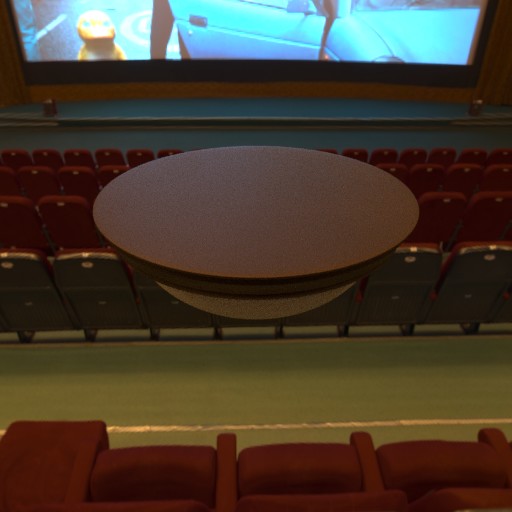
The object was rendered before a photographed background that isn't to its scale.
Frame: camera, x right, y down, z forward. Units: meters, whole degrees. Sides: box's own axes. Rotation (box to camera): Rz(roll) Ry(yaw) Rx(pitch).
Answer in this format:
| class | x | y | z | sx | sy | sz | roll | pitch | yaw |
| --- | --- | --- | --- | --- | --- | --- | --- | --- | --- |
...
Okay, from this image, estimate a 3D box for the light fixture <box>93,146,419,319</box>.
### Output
| class | x | y | z | sx | sy | sz | roll | pitch | yaw |
| --- | --- | --- | --- | --- | --- | --- | --- | --- | --- |
| light fixture | 0.000 | 0.000 | 0.431 | 0.280 | 0.135 | 0.280 | 0 | 30 | 0 |
